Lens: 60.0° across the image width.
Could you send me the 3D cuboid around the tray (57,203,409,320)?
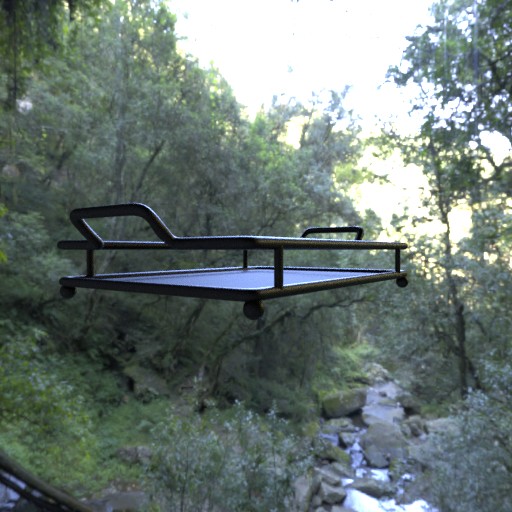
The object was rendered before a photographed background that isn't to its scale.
[{"bbox_3d":[0.000,0.000,0.614,0.297,0.101,0.495,1,1,36],"label":"tray"}]
